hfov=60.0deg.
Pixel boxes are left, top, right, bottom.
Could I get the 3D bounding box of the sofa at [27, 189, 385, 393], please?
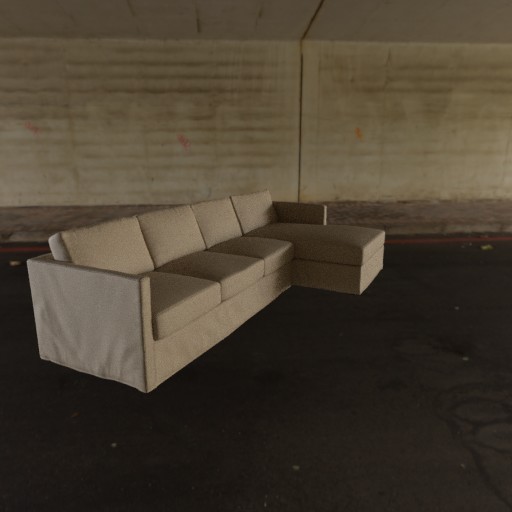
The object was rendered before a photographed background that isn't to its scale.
[{"bbox_3d":[0.000,0.000,3.853,1.622,0.871,3.206,7,16,26],"label":"sofa"}]
